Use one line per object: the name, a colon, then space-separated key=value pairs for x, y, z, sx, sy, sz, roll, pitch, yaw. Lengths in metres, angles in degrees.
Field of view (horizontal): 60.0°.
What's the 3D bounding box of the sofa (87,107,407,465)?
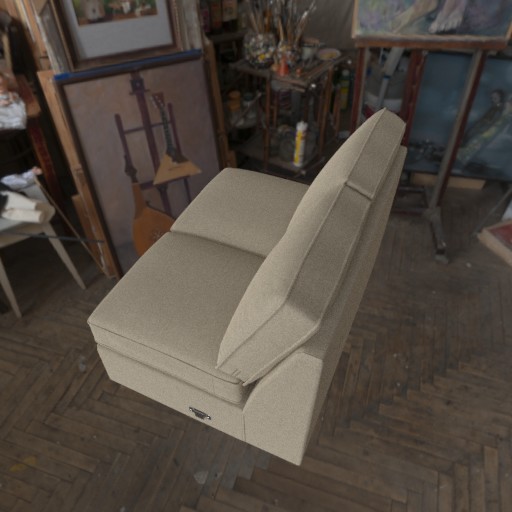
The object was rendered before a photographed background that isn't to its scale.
sofa: x=0.000 y=0.000 z=1.971 sx=0.951 sy=1.008 sz=1.237 roll=18 pitch=48 yaw=17
